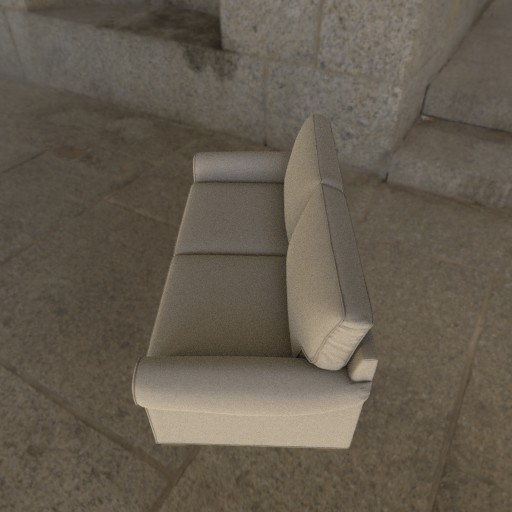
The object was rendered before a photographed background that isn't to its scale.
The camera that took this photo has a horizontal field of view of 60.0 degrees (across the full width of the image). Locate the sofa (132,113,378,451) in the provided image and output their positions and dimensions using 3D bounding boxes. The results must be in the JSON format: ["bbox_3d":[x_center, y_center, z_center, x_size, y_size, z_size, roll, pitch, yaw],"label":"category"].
[{"bbox_3d":[0.000,0.000,2.427,0.940,0.952,1.930,1,41,1],"label":"sofa"}]
